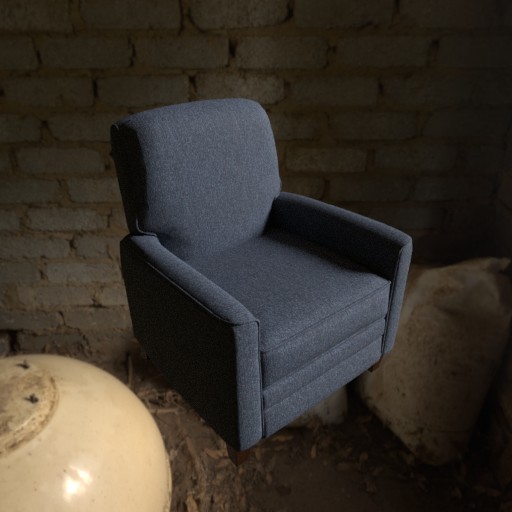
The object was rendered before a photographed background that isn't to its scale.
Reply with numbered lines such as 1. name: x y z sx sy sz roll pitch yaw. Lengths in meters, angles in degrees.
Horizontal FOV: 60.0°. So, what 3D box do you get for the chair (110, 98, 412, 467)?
1. chair: 0.000 0.000 1.661 0.839 1.016 0.850 -21 35 -33
